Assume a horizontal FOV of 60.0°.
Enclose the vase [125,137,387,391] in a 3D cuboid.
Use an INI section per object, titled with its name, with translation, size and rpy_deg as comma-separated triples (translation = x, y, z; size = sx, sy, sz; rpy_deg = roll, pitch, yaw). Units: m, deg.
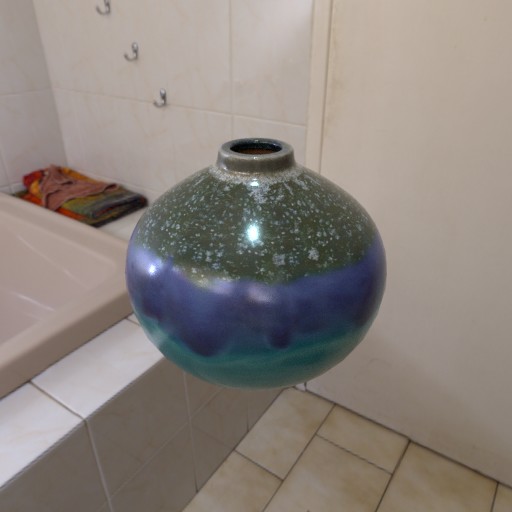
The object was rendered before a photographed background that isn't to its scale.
[vase]
translation = 0.000, 0.000, 0.267
size = 0.154, 0.133, 0.154
rpy_deg = 0, 29, 0
